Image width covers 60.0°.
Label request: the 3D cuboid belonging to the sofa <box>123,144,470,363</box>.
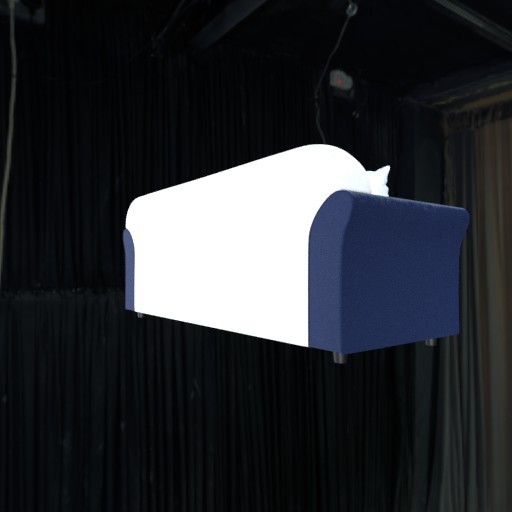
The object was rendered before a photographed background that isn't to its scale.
[{"bbox_3d":[0.000,0.000,2.437,0.749,0.789,2.006,1,-2,-37],"label":"sofa"}]
